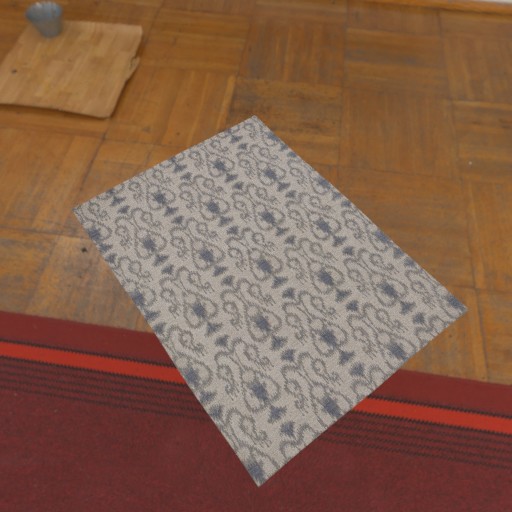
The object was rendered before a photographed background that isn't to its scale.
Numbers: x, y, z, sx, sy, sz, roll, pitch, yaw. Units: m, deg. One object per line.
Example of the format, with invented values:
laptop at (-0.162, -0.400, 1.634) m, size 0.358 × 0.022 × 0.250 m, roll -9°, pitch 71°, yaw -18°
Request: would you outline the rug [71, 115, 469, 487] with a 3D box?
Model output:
rug at (0.000, 0.000, 3.015) m, size 1.676 × 0.013 × 2.261 m, roll -33°, pitch 64°, yaw -18°
